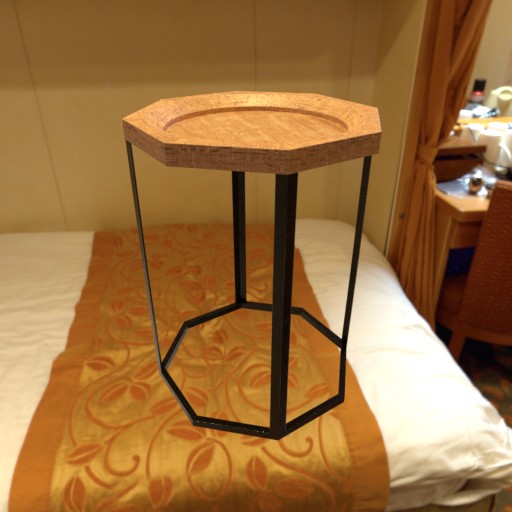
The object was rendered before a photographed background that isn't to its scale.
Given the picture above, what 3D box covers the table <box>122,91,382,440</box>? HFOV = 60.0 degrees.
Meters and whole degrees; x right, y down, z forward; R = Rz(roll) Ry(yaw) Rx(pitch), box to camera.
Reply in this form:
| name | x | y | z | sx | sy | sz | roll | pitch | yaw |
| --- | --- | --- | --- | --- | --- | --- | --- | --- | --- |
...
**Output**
| name | x | y | z | sx | sy | sz | roll | pitch | yaw |
| --- | --- | --- | --- | --- | --- | --- | --- | --- | --- |
| table | 0.000 | 0.000 | 0.882 | 0.437 | 0.553 | 0.437 | 18 | 35 | 29 |
